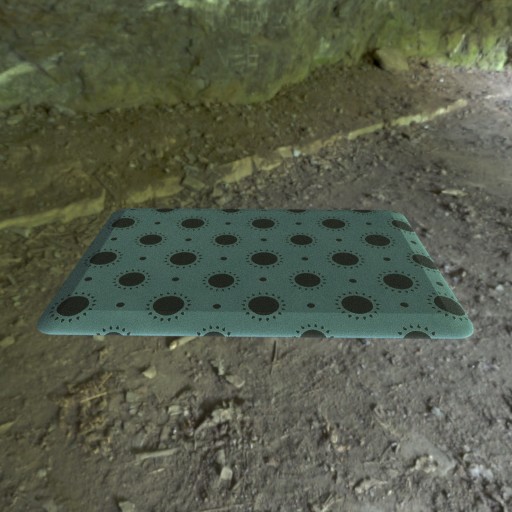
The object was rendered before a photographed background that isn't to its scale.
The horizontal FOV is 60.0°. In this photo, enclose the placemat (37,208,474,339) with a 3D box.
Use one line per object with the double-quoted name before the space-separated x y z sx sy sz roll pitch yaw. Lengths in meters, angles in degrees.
"placemat" 0.000 0.000 0.962 0.762 0.021 0.508 0 31 1
